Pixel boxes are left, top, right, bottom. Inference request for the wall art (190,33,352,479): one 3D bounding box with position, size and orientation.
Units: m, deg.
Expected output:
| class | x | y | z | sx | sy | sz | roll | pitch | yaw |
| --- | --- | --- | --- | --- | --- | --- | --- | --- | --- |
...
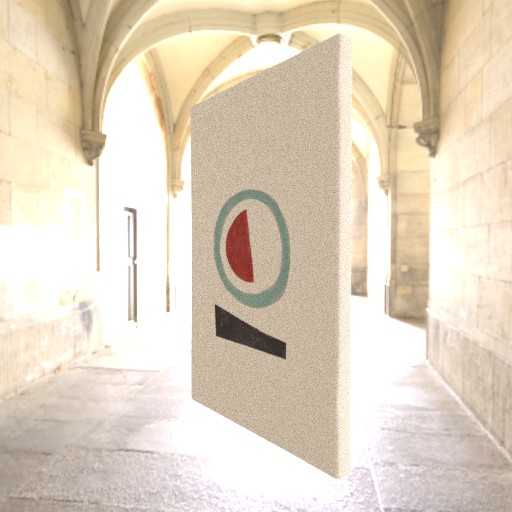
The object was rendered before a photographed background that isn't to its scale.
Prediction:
| class | x | y | z | sx | sy | sz | roll | pitch | yaw |
| --- | --- | --- | --- | --- | --- | --- | --- | --- | --- |
| wall art | 0.000 | 0.000 | 1.142 | 0.048 | 0.902 | 0.602 | -1 | 2 | -38 |
